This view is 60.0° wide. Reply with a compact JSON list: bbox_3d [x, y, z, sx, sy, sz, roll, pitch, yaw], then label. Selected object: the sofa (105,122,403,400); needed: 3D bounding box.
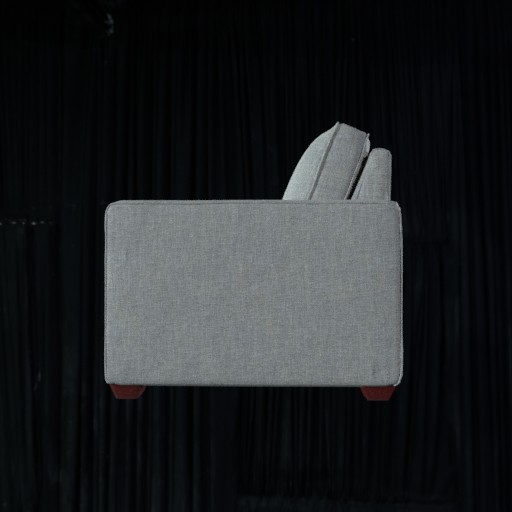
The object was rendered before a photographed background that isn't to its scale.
[{"bbox_3d":[0.000,0.000,2.192,0.945,0.915,1.706,0,-1,1],"label":"sofa"}]
